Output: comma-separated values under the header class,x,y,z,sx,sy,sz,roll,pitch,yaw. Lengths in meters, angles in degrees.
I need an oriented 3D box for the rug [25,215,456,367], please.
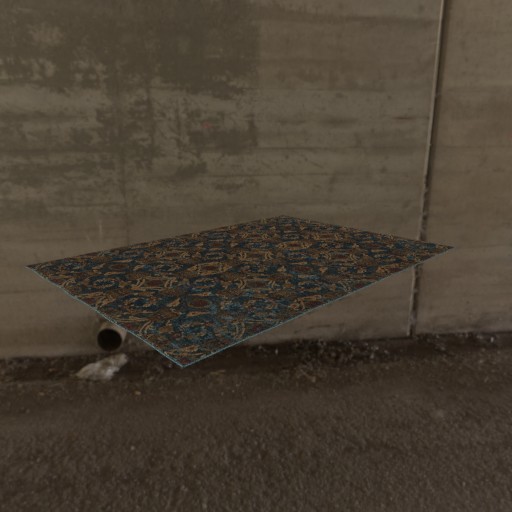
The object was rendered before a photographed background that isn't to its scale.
class,x,y,z,sx,sy,sz,roll,pitch,yaw
rug,0.000,0.000,4.119,3.291,0.013,2.337,-15,22,-42
